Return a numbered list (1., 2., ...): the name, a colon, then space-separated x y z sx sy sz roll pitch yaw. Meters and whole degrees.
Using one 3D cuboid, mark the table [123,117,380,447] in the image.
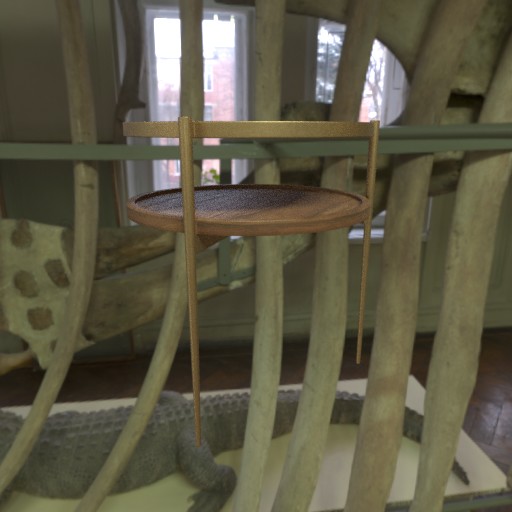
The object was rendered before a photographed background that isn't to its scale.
1. table: 0.000 0.000 0.840 0.456 0.493 0.430 -2 16 -9
